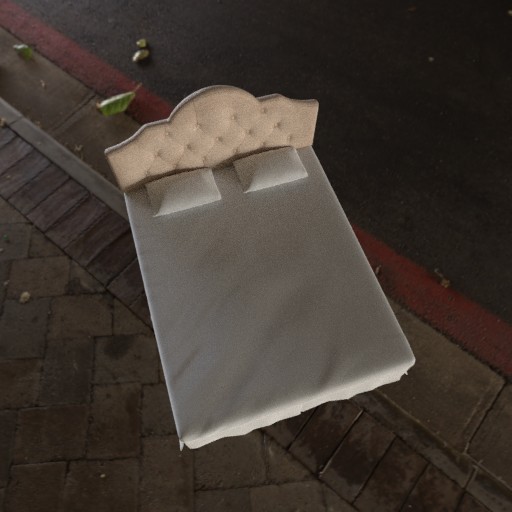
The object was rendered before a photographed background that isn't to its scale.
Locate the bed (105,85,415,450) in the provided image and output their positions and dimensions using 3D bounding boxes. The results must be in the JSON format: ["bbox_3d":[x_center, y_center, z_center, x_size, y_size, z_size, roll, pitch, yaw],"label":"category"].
[{"bbox_3d":[0.000,0.000,2.968,1.667,1.194,1.970,-16,64,-8],"label":"bed"}]
